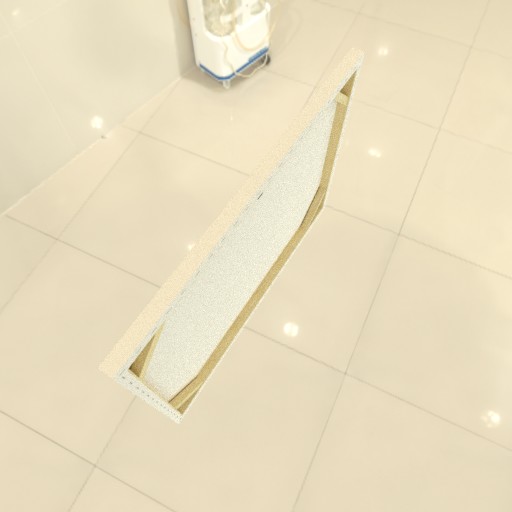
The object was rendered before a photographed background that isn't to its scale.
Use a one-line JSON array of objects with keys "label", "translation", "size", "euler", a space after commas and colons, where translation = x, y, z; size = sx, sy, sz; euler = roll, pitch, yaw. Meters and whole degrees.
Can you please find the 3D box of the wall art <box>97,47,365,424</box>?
[{"label": "wall art", "translation": [0.000, 0.000, 1.335], "size": [0.038, 0.762, 1.016], "euler": [30, 67, 14]}]
